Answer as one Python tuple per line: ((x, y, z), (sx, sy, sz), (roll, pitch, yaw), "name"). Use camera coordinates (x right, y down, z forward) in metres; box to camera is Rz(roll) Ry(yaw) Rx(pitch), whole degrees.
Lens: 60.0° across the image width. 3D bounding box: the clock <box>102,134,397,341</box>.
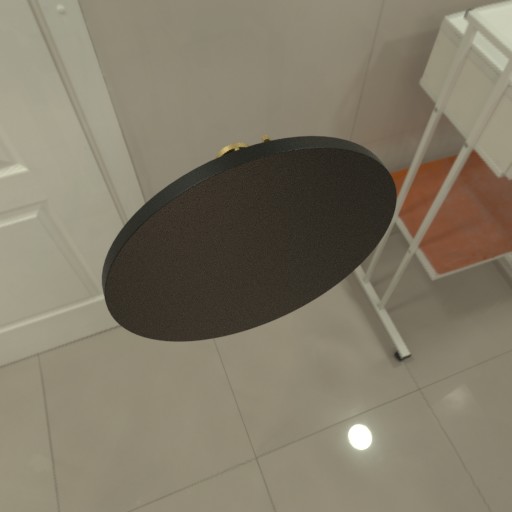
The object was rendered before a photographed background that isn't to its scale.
((0.000, 0.000, 0.680), (0.454, 0.454, 0.038), (-18, 59, -11), "clock")
